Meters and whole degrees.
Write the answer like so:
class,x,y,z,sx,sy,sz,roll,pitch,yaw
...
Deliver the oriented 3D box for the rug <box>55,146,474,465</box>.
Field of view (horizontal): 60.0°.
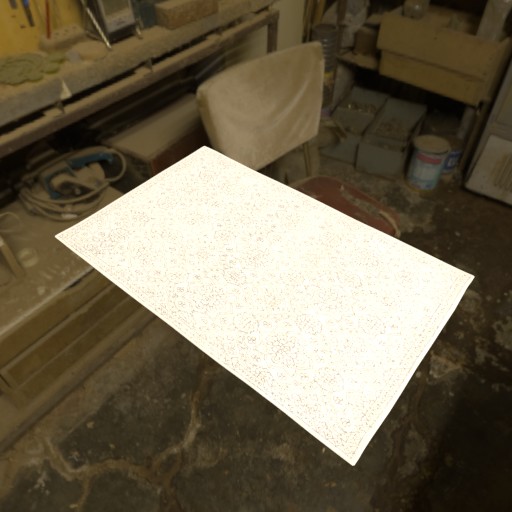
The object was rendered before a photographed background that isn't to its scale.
class,x,y,z,sx,sy,sz,roll,pitch,yaw
rug,0.000,0.000,2.999,2.434,0.023,1.518,31,54,26
